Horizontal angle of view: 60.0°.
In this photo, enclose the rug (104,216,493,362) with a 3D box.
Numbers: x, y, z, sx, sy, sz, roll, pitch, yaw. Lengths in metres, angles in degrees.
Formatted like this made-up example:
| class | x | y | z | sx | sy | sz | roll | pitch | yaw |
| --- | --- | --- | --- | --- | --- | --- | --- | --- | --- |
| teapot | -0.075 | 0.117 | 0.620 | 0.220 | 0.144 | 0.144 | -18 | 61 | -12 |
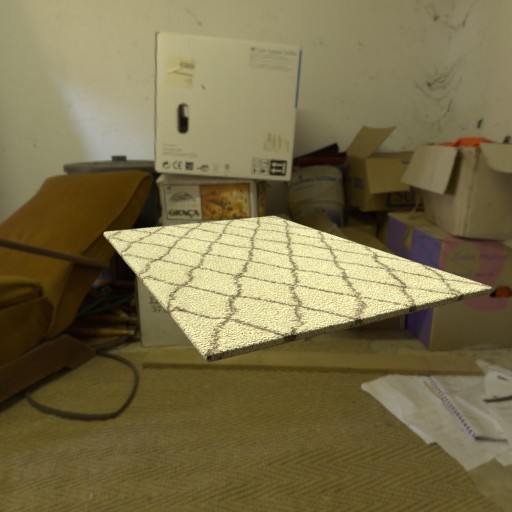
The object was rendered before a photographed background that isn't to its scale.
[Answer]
| class | x | y | z | sx | sy | sz | roll | pitch | yaw |
| --- | --- | --- | --- | --- | --- | --- | --- | --- | --- |
| rug | 0.000 | 0.000 | 2.256 | 1.219 | 0.030 | 1.778 | -8 | 17 | -26 |
